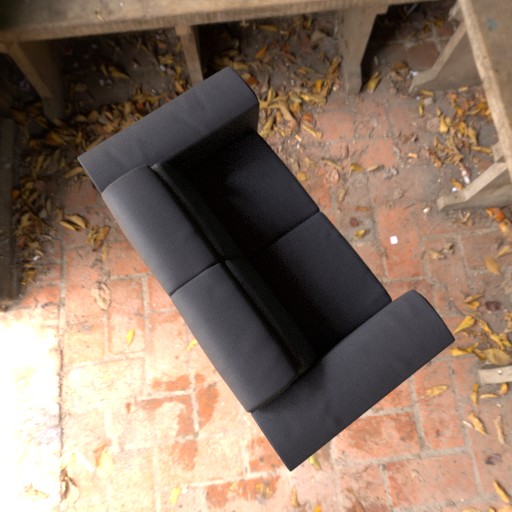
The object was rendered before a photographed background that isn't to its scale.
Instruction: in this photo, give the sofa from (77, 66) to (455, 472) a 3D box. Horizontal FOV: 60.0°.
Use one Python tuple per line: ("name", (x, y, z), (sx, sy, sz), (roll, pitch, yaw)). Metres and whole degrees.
("sofa", (0.000, 0.000, 2.425), (1.003, 0.779, 1.895), (-35, 77, -9))
